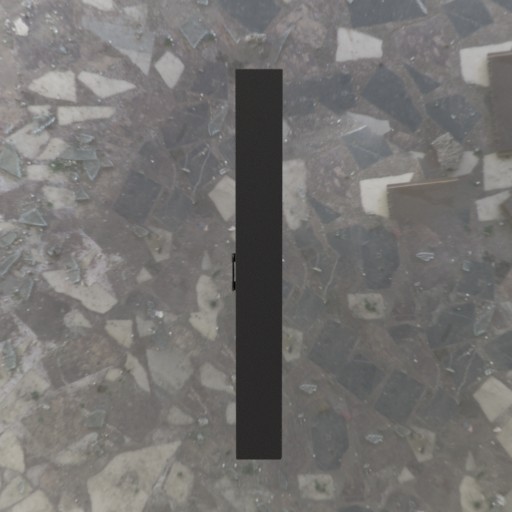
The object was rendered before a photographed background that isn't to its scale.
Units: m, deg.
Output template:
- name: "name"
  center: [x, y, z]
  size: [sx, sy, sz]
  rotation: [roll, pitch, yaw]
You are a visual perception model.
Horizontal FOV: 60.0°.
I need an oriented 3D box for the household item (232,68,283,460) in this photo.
- name: "household item"
  center: [0.000, 0.000, 0.239]
  size: [0.022, 0.178, 0.133]
  rotation: [0, 92, 0]
